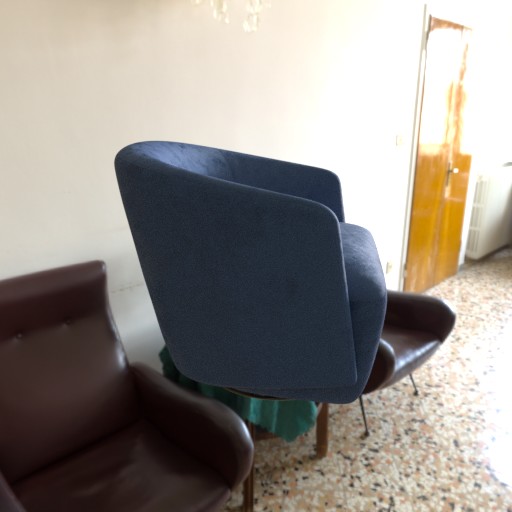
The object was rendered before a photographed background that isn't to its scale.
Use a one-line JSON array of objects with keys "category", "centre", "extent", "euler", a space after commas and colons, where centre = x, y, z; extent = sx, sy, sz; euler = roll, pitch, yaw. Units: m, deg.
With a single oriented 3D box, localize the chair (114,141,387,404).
[{"category": "chair", "centre": [0.000, 0.000, 1.398], "extent": [0.767, 0.698, 0.773], "euler": [3, 17, 10]}]
